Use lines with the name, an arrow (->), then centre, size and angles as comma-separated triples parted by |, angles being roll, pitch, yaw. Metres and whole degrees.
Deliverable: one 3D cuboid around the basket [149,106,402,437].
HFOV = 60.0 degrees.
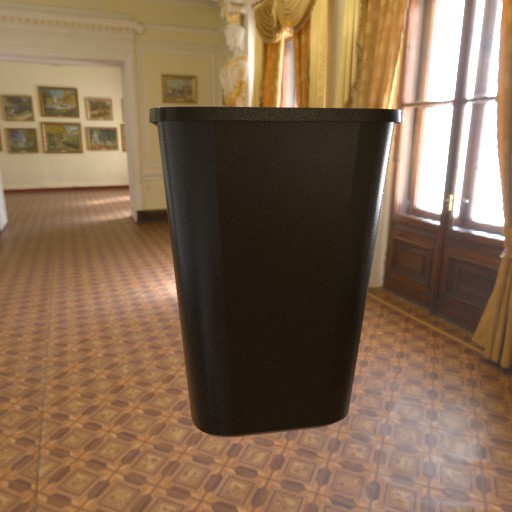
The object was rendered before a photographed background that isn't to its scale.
basket -> 0.000, 0.000, 0.511 | 0.211, 0.307, 0.300 | -3, 15, -10
